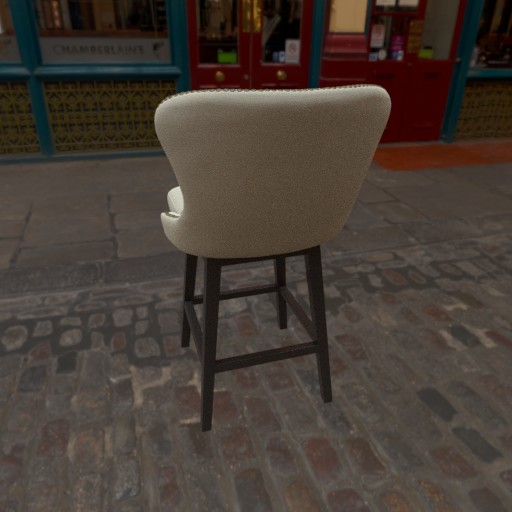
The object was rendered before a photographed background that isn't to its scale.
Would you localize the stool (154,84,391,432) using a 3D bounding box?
[{"bbox_3d":[0.000,0.000,1.287,0.528,0.971,0.593,-8,27,-15],"label":"stool"}]
